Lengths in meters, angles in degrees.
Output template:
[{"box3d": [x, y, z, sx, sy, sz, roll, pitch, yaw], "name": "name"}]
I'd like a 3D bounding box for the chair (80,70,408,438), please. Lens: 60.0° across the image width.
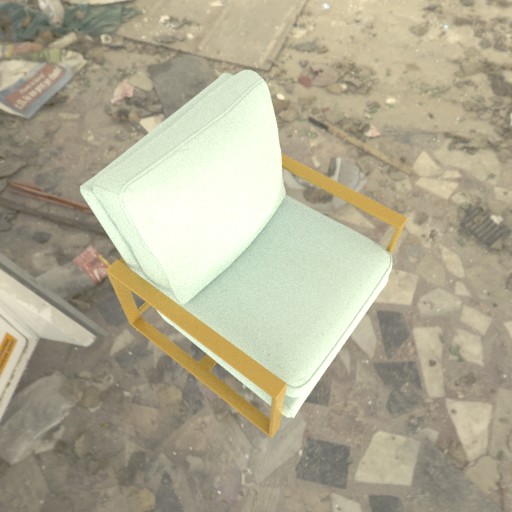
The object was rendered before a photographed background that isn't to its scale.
[{"box3d": [0.000, 0.000, 1.552, 0.813, 0.956, 0.758, 33, 64, 19], "name": "chair"}]
